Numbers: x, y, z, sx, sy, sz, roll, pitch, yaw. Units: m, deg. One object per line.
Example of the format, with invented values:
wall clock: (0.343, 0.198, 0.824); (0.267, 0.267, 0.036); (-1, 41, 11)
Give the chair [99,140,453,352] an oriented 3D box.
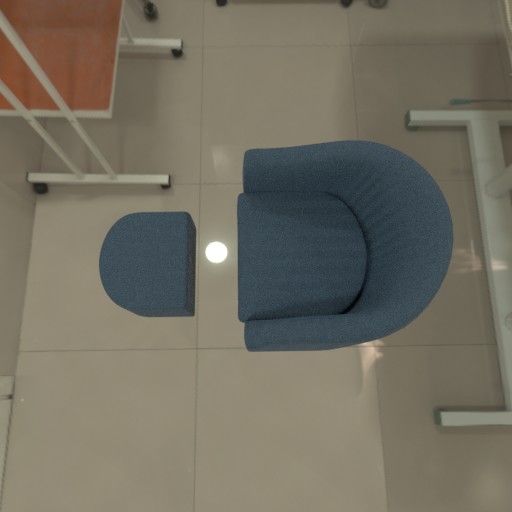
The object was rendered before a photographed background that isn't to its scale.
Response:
chair: (0.000, 0.000, 1.792); (1.288, 0.757, 0.756); (-1, 75, 0)
